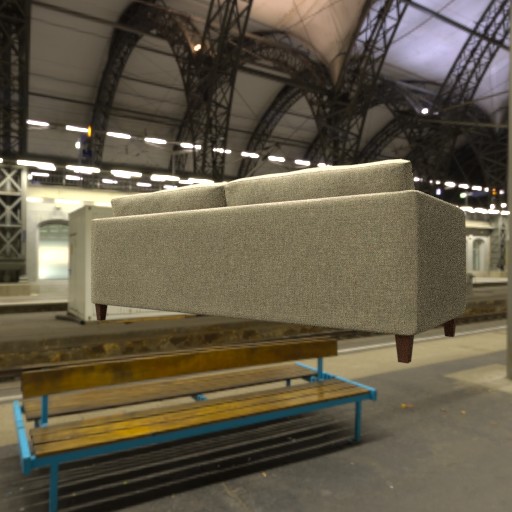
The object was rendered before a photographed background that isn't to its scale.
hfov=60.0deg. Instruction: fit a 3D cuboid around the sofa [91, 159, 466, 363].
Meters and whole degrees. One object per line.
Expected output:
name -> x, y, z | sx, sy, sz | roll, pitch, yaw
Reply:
sofa -> 0.000, 0.000, 2.961 | 2.434, 0.951, 0.948 | 0, 0, 37
